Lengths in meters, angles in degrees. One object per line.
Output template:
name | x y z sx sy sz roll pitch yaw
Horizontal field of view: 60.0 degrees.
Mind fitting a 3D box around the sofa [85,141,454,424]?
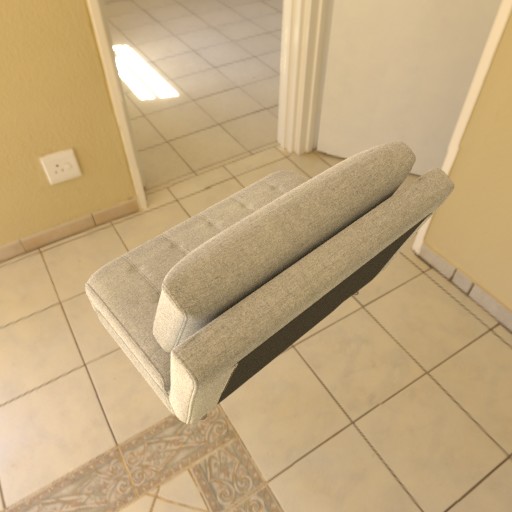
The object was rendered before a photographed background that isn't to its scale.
sofa | 0.000 0.000 1.857 1.220 0.910 0.910 -33 55 -27
